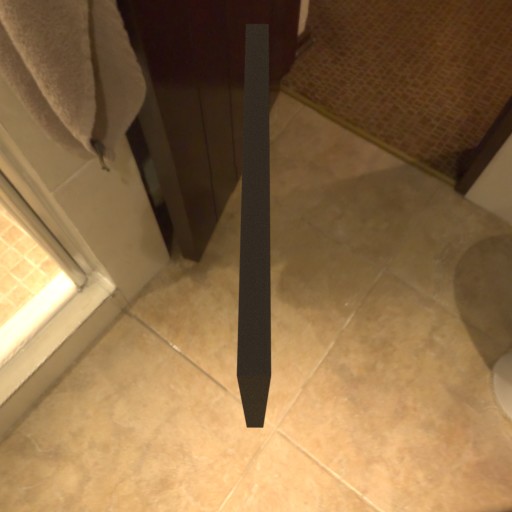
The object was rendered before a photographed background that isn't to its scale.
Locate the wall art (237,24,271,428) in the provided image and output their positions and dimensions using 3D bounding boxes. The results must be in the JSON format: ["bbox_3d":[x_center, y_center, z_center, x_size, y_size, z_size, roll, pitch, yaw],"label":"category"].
[{"bbox_3d":[0.000,0.000,0.764,0.033,0.507,0.508,0,64,0],"label":"wall art"}]
